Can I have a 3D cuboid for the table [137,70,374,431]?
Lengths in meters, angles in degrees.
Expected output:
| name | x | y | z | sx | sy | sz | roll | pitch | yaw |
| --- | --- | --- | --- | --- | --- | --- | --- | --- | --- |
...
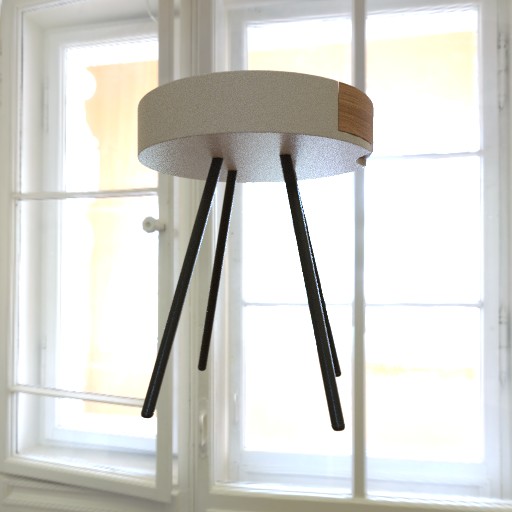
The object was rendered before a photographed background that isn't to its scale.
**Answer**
| name | x | y | z | sx | sy | sz | roll | pitch | yaw |
| --- | --- | --- | --- | --- | --- | --- | --- | --- | --- |
| table | 0.000 | 0.000 | 0.841 | 0.450 | 0.525 | 0.450 | 0 | 0 | 0 |
